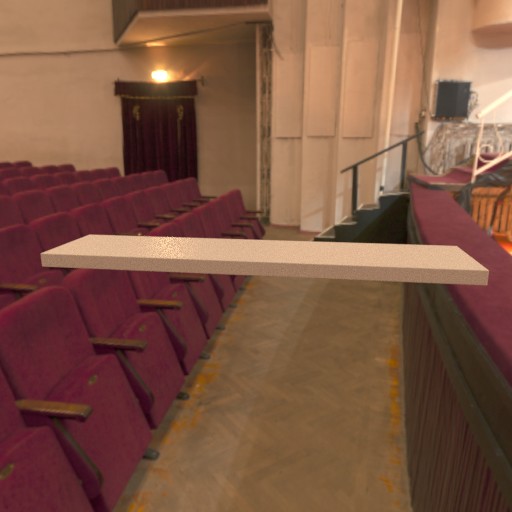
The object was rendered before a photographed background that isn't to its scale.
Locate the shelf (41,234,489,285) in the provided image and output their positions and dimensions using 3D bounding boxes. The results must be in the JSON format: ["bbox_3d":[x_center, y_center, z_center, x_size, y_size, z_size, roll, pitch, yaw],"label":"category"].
[{"bbox_3d":[0.000,0.000,0.667,0.610,0.020,0.140,2,14,8],"label":"shelf"}]
